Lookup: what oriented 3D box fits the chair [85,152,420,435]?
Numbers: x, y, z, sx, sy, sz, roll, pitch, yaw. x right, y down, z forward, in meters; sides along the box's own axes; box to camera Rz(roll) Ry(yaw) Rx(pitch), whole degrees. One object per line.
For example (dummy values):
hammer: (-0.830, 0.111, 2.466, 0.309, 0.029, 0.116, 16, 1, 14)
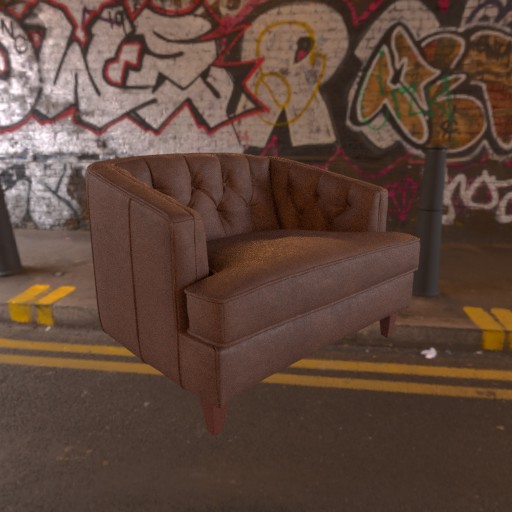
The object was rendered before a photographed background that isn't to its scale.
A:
chair: (0.000, 0.000, 1.770, 1.118, 0.787, 0.914, -14, 20, -42)
